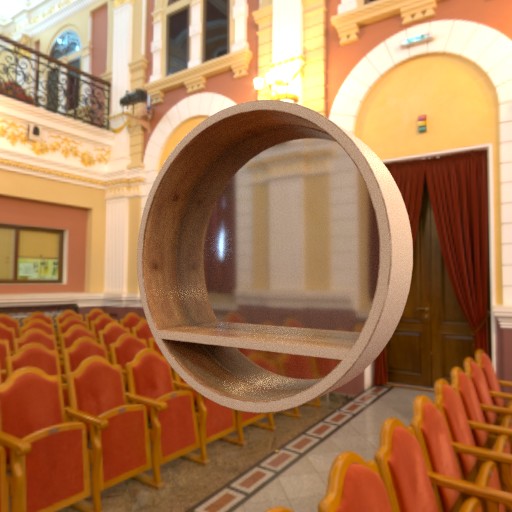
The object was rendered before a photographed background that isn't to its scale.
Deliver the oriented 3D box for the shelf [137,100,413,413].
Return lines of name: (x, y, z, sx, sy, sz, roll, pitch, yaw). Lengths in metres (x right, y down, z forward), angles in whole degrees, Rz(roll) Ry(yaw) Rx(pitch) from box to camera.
shelf: (0.000, 0.000, 1.224, 0.806, 0.807, 0.158, -2, -3, 35)
